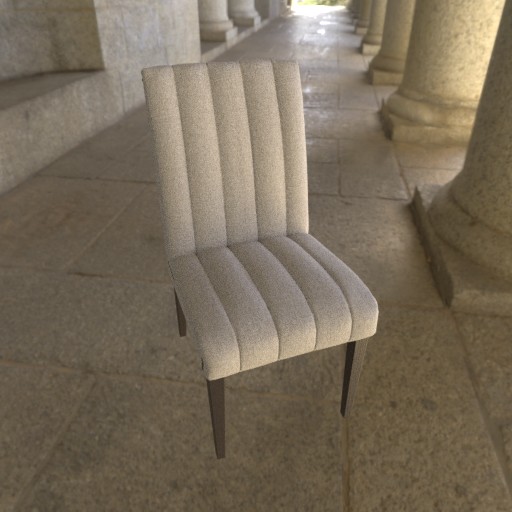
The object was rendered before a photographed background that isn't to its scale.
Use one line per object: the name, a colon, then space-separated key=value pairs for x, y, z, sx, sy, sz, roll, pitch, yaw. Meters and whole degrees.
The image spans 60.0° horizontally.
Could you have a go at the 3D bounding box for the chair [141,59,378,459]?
chair: x=0.000 y=0.000 z=1.351 sx=0.511 sy=1.016 sz=0.647 roll=-11 pitch=34 yaw=-17
